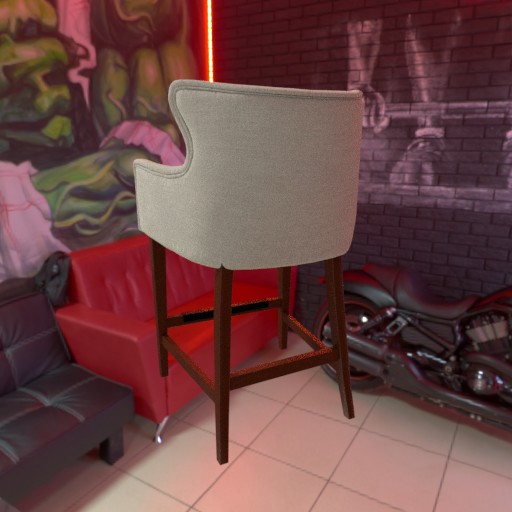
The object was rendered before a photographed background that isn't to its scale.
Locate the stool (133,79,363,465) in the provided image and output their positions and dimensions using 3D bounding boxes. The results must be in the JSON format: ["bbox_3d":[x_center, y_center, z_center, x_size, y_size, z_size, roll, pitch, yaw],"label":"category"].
[{"bbox_3d":[0.000,0.000,1.404,0.615,0.987,0.637,-7,16,-25],"label":"stool"}]
